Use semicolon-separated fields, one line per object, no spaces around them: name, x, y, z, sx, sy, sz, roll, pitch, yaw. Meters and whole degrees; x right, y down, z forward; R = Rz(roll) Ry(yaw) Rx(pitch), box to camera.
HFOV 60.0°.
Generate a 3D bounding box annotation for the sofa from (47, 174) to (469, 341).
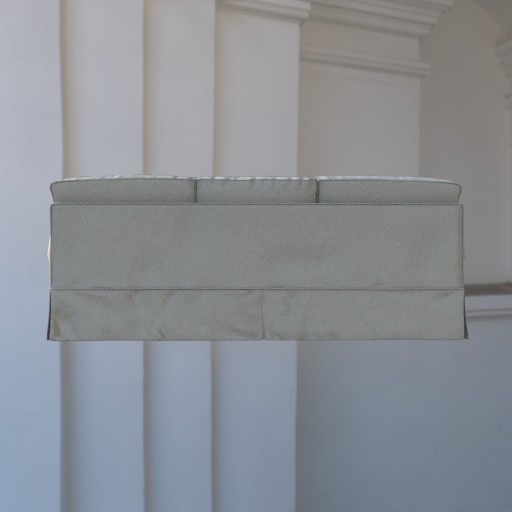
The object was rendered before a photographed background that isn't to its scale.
sofa;0.000;0.000;3.378;2.475;0.978;1.733;0;0;-1
